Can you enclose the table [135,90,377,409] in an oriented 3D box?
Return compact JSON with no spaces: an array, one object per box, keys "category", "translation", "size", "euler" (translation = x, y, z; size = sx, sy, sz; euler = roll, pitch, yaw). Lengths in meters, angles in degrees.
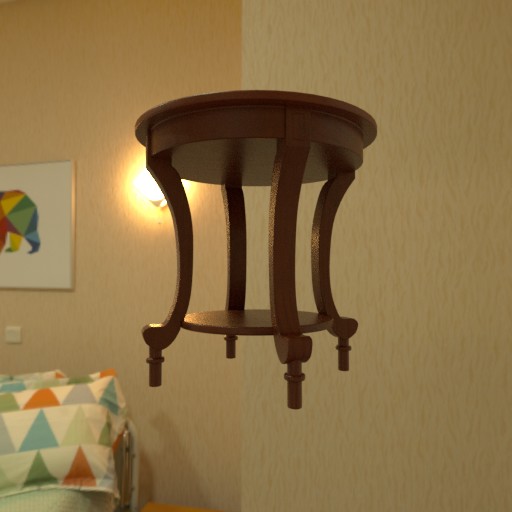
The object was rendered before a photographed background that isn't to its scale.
[{"category":"table","translation":[0.000,0.000,1.123],"size":[0.597,0.612,0.597],"euler":[0,-1,0]}]
